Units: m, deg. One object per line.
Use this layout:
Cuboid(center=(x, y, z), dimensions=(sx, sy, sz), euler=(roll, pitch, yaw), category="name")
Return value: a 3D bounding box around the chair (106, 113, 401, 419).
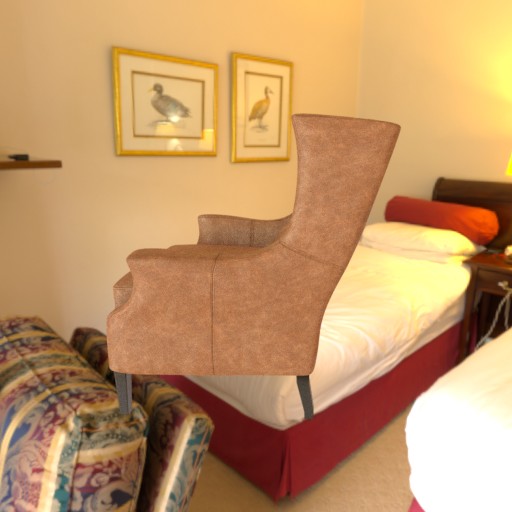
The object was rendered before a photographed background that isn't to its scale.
Cuboid(center=(0.000, 0.000, 1.725), dimensions=(0.926, 1.016, 0.853), euler=(2, 14, 9), category="chair")
